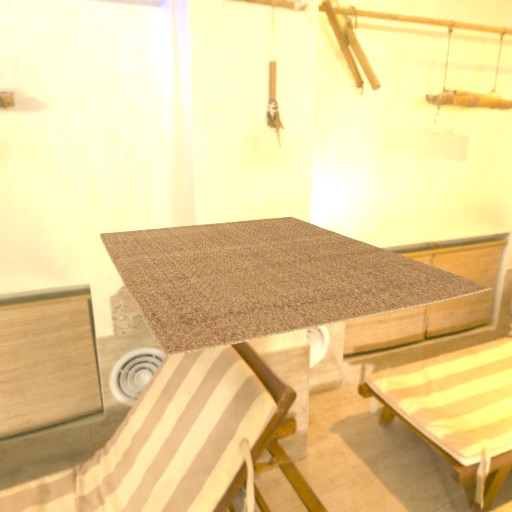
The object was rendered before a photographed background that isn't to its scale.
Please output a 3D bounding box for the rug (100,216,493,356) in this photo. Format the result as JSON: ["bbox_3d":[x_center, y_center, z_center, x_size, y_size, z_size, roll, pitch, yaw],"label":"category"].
[{"bbox_3d":[0.000,0.000,4.037,2.439,0.013,3.048,-7,17,-24],"label":"rug"}]
